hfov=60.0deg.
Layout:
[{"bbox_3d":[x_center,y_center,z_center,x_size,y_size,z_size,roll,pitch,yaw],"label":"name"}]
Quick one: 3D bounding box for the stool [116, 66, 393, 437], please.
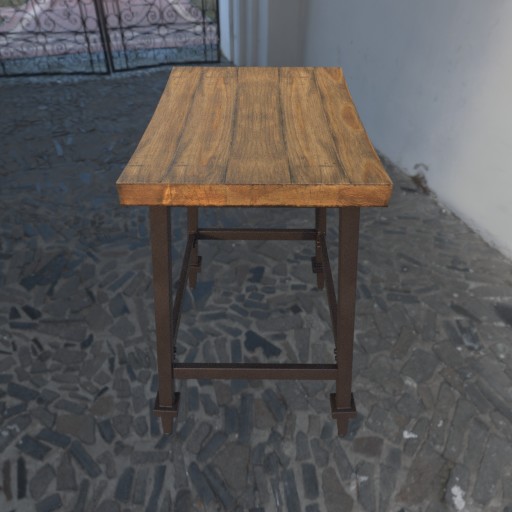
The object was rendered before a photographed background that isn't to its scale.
[{"bbox_3d":[0.000,0.000,0.933,0.405,0.625,0.486,0,40,0],"label":"stool"}]
